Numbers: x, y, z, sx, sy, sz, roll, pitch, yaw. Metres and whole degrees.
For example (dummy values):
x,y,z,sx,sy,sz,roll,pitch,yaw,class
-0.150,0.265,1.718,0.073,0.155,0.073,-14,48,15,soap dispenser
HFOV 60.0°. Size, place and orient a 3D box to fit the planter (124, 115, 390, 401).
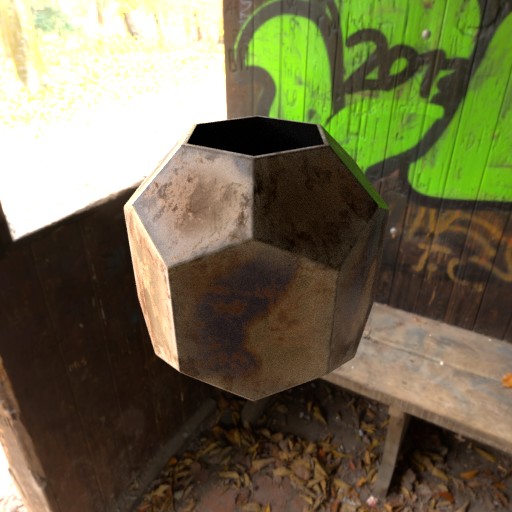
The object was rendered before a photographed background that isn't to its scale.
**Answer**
x,y,z,sx,sy,sz,roll,pitch,yaw,class
0.000,0.000,0.431,0.243,0.238,0.221,1,30,1,planter
